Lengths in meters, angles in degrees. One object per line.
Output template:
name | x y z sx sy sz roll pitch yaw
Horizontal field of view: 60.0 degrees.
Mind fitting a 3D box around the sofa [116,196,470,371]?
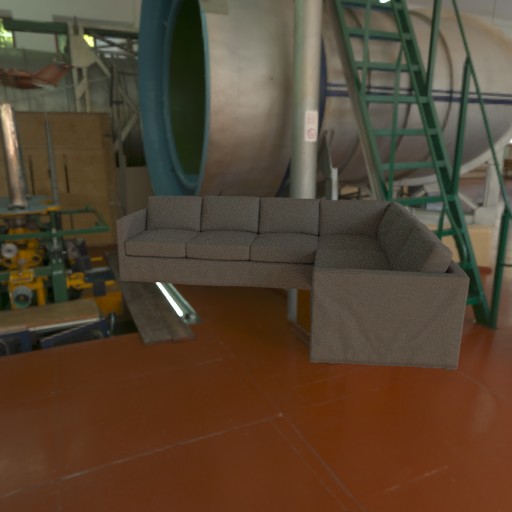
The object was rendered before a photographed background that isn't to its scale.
sofa | 0.000 0.000 4.294 3.182 0.871 2.432 2 16 9
